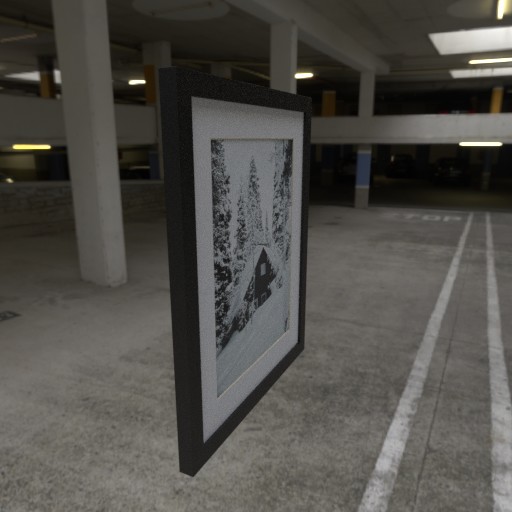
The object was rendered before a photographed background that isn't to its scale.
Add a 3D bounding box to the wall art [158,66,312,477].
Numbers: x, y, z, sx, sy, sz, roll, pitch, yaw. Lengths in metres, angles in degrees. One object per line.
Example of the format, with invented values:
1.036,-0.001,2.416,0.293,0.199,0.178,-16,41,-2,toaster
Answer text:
0.000,0.000,0.554,0.018,0.397,0.325,7,17,26,wall art
